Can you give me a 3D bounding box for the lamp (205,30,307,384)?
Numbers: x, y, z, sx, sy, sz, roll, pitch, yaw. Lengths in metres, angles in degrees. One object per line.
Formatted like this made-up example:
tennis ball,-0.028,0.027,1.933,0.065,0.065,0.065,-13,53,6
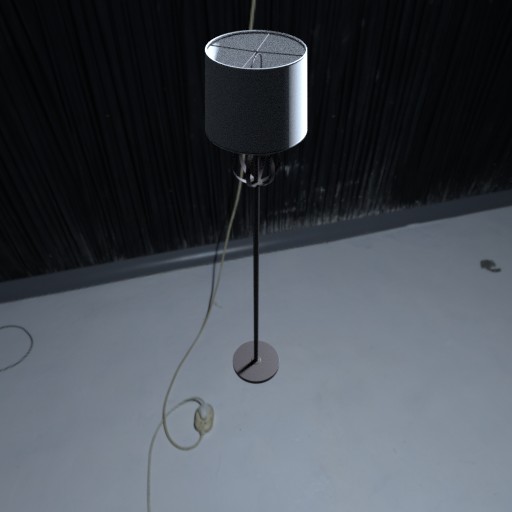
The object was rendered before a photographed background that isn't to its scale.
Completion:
lamp,0.000,0.000,1.617,0.286,1.462,0.286,-10,46,-10
